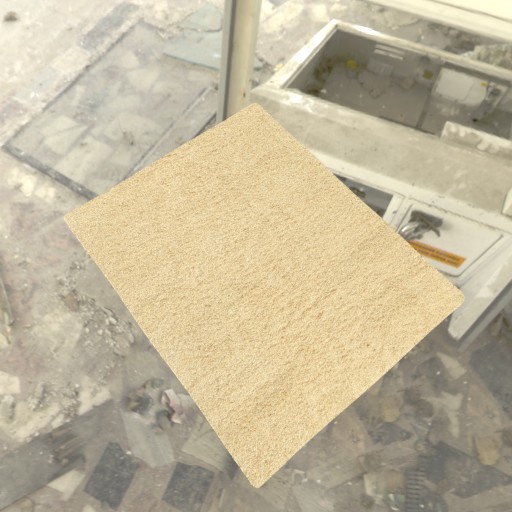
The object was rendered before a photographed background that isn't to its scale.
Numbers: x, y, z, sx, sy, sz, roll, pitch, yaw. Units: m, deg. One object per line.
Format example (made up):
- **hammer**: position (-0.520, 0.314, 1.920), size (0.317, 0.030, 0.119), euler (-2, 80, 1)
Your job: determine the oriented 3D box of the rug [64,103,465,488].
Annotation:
- **rug**: position (0.000, 0.000, 4.107), size (2.401, 0.025, 3.001), euler (-36, 69, -16)
